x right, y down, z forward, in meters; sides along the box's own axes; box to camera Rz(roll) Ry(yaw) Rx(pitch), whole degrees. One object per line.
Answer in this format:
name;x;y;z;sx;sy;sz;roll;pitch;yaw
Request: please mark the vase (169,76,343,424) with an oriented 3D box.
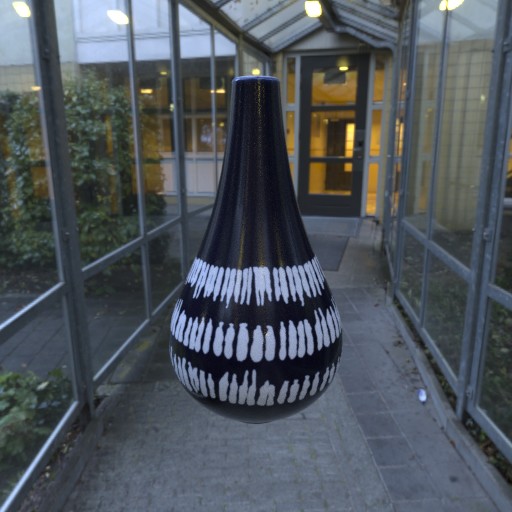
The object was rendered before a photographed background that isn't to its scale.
vase;0.000;0.000;0.394;0.159;0.295;0.159;0;14;0
